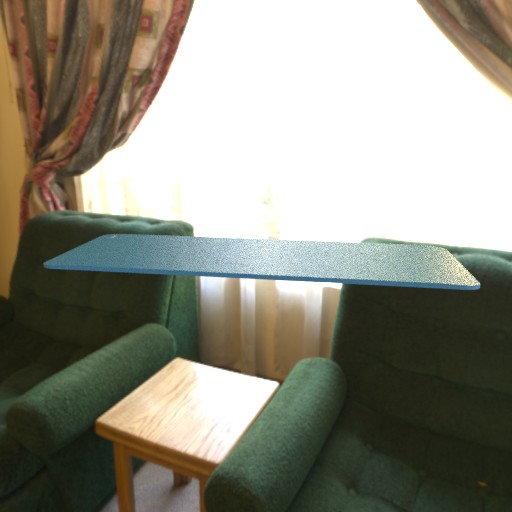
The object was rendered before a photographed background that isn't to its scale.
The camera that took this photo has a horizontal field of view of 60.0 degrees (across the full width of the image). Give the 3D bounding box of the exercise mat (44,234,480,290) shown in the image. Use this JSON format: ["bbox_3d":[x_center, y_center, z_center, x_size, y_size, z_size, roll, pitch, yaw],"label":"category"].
[{"bbox_3d":[0.000,0.000,2.128,1.869,0.021,0.616,2,16,9],"label":"exercise mat"}]
